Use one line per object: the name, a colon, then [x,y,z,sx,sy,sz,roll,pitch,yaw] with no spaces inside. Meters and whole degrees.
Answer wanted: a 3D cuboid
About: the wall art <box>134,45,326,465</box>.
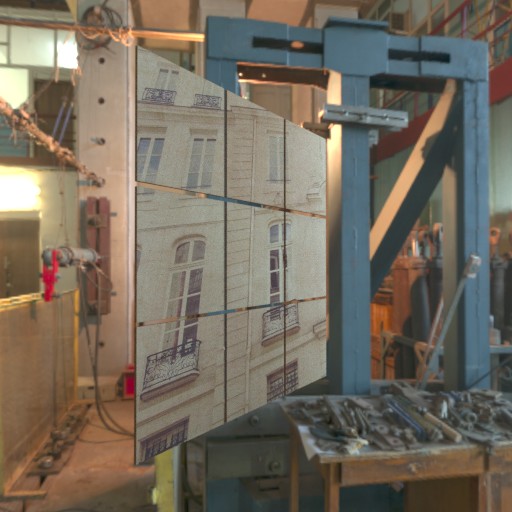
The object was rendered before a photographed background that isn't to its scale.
wall art: [0.000,0.000,2.235,0.023,1.522,1.526,0,-1,35]
